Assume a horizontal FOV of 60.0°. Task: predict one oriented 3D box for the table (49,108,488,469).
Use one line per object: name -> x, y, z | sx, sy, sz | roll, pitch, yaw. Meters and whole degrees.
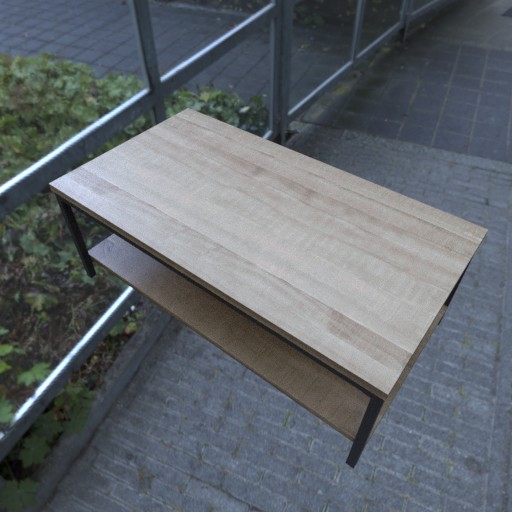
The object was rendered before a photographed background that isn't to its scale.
table -> 0.000, 0.000, 1.343 | 1.062, 0.393, 0.574 | 29, 52, 25
